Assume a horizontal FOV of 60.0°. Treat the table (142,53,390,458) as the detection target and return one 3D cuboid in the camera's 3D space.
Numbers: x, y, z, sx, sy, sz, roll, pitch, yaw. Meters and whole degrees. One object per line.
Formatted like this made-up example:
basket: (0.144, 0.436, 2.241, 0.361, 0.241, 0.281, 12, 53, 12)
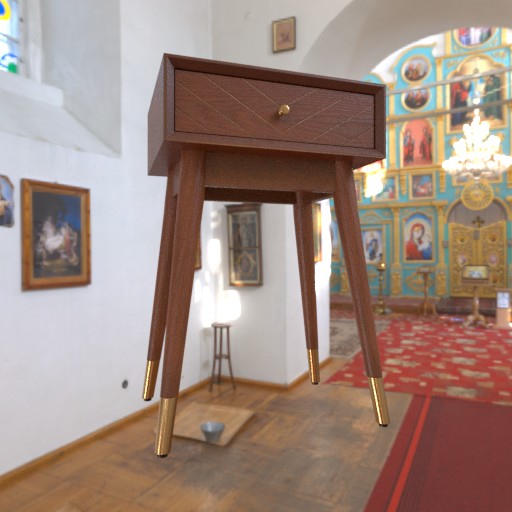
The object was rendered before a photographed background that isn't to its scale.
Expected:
table: (0.000, 0.000, 0.852, 0.406, 0.599, 0.300, 0, 0, -18)
